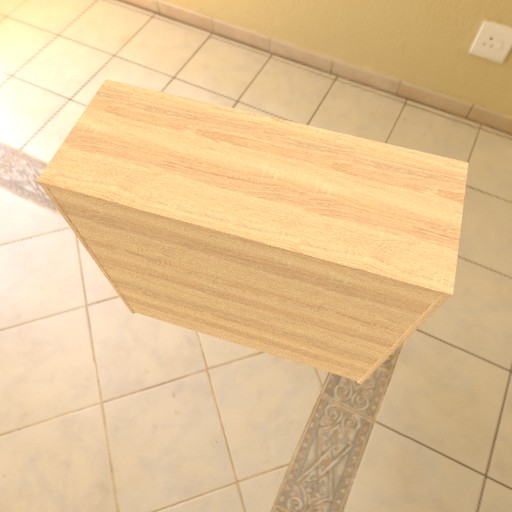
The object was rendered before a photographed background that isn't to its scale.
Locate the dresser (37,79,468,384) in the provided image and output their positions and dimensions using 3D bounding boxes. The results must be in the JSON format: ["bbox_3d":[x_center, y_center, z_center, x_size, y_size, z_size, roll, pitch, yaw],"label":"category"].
[{"bbox_3d":[0.000,0.000,1.473,0.980,0.900,0.380,16,63,8],"label":"dresser"}]
